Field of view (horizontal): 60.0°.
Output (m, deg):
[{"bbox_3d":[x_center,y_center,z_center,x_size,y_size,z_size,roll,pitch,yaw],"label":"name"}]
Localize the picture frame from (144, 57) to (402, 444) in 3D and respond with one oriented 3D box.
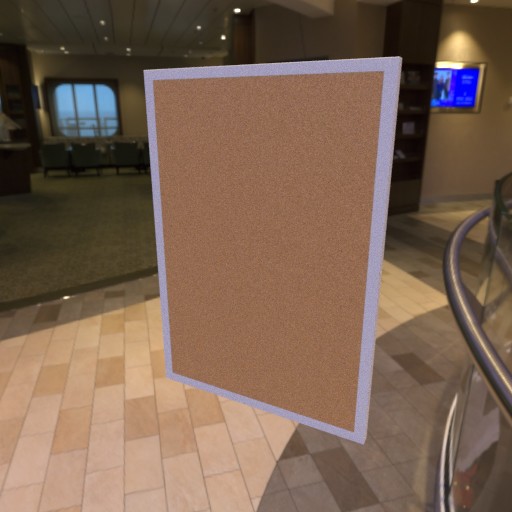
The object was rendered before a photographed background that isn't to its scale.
[{"bbox_3d":[0.000,0.000,0.547,0.305,0.434,0.013,9,20,27],"label":"picture frame"}]
